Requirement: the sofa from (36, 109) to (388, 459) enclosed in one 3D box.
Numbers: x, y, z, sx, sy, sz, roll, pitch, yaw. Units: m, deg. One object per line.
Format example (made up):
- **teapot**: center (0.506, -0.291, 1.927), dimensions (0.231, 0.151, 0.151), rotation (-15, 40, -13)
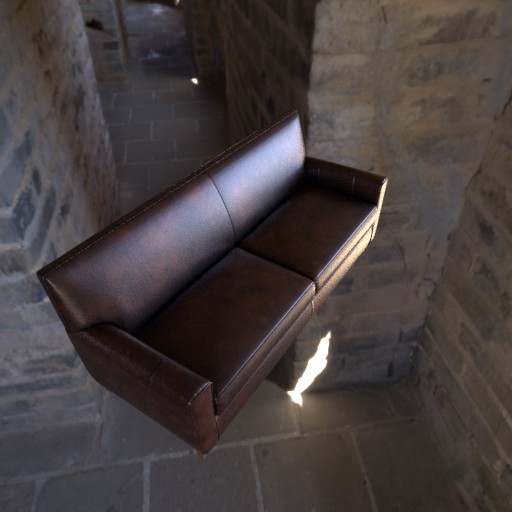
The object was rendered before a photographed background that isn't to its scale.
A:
- **sofa**: center (0.000, 0.000, 2.498), dimensions (0.786, 0.871, 1.995), rotation (24, 46, 25)
